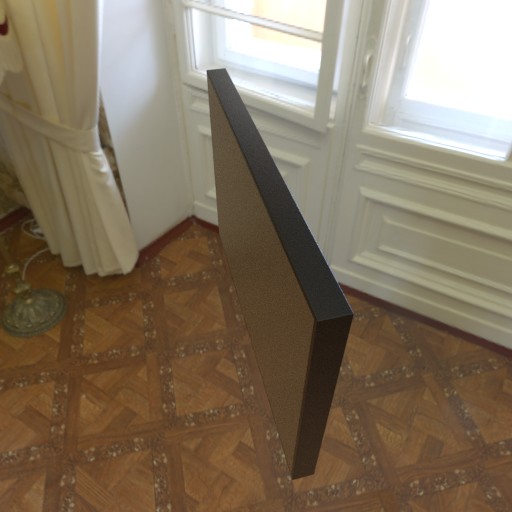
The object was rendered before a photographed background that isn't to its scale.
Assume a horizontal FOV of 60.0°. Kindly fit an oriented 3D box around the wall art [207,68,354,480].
[{"bbox_3d":[0.000,0.000,1.195,0.058,0.640,0.939,-10,45,-10],"label":"wall art"}]
